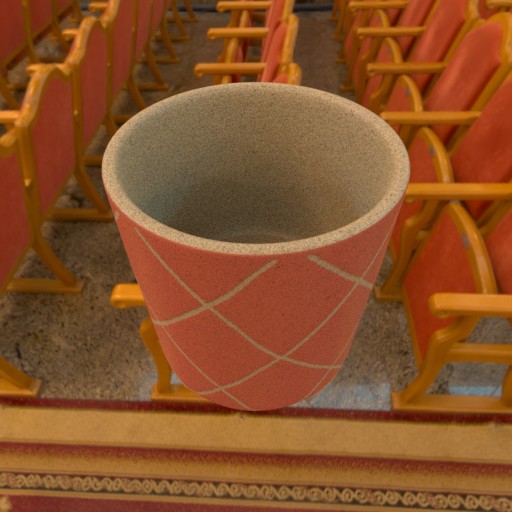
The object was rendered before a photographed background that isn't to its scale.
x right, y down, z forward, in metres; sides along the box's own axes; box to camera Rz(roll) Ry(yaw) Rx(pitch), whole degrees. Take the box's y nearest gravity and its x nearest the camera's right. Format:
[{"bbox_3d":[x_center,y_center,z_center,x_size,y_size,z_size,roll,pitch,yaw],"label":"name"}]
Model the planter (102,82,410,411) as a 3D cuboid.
[{"bbox_3d":[0.000,0.000,0.418,0.227,0.235,0.227,0,46,0],"label":"planter"}]
